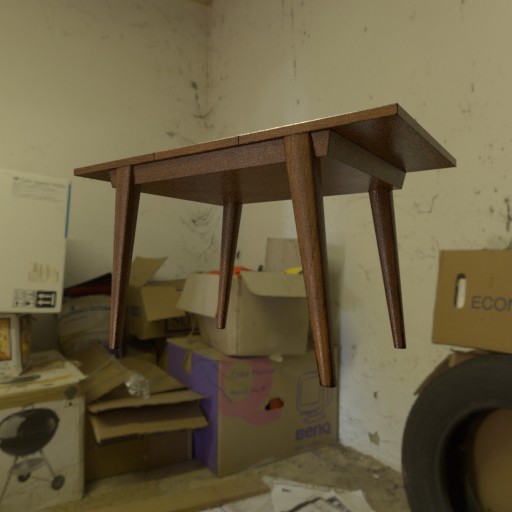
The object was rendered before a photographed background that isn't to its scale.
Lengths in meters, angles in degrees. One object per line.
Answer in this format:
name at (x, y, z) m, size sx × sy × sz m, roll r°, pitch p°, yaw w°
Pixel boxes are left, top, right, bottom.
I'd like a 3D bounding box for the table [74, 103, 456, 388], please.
table at (0.000, 0.000, 1.831) m, size 1.400 × 0.760 × 0.757 m, roll -1°, pitch -1°, yaw 35°
